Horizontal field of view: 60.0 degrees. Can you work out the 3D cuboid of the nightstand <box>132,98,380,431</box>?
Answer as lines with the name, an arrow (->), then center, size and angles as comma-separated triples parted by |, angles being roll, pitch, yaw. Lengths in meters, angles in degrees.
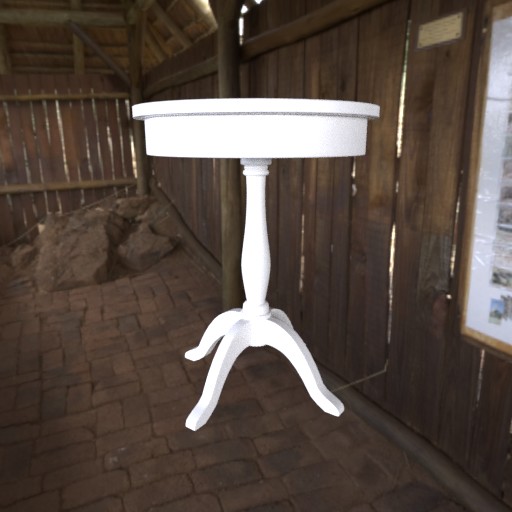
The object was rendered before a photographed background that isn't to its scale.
nightstand -> 0.000, 0.000, 1.032 | 0.513, 0.653, 0.513 | 14, 20, 43
